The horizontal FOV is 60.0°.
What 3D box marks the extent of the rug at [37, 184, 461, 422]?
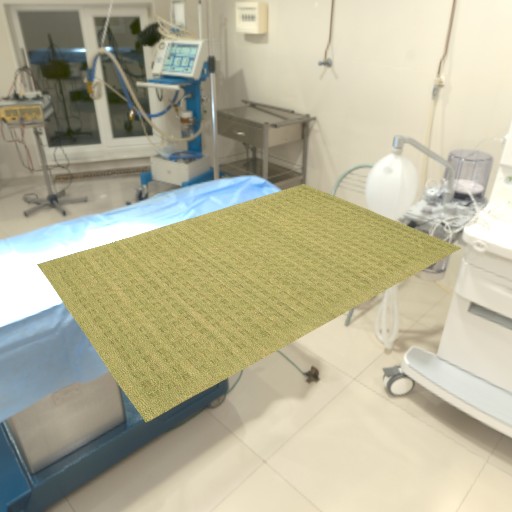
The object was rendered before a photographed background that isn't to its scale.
[{"bbox_3d":[0.000,0.000,2.865,2.297,0.007,1.529,-21,36,-32],"label":"rug"}]
